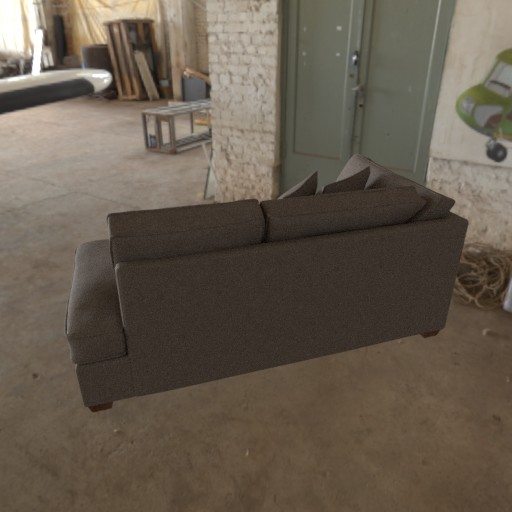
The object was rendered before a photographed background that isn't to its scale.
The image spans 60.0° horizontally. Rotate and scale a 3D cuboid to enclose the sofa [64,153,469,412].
[{"bbox_3d":[0.000,0.000,2.818,2.237,1.033,1.110,-8,27,-16],"label":"sofa"}]
